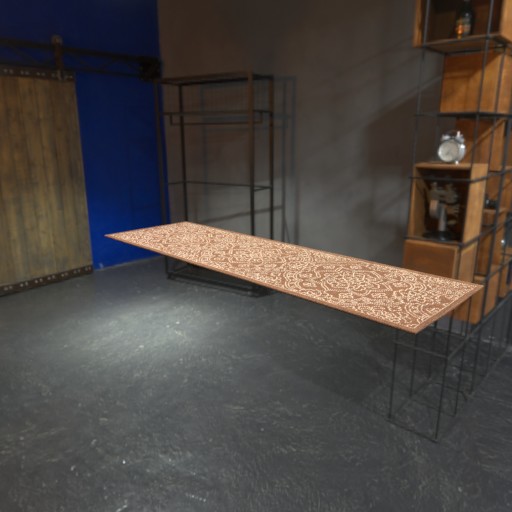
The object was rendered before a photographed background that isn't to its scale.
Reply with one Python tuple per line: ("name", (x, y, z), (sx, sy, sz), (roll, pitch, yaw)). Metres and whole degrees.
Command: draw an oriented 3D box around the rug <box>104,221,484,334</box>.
("rug", (0.000, 0.000, 2.770), (2.448, 0.012, 0.769), (14, 21, 42))
